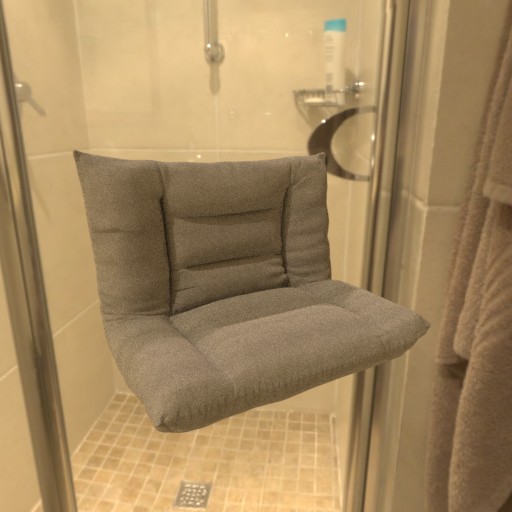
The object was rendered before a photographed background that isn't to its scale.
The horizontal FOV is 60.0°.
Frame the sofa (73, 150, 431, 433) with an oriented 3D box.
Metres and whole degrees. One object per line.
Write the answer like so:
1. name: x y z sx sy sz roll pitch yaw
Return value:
1. sofa: 0.000 0.000 1.704 1.144 0.795 0.847 -9 19 -28
